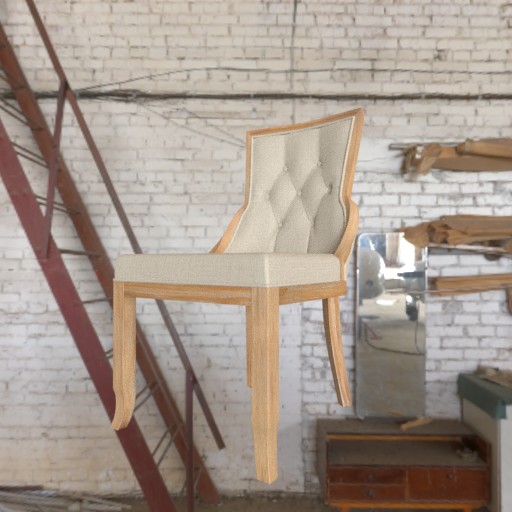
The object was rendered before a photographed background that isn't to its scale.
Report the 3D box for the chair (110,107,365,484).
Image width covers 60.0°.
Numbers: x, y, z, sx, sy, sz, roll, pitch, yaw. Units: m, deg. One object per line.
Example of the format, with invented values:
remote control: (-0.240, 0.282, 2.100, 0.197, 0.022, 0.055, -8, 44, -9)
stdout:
chair: (0.000, 0.000, 1.323, 0.524, 0.947, 0.641, 0, -1, 35)
